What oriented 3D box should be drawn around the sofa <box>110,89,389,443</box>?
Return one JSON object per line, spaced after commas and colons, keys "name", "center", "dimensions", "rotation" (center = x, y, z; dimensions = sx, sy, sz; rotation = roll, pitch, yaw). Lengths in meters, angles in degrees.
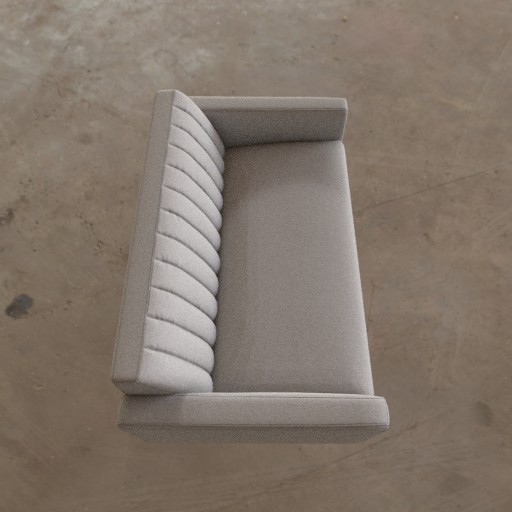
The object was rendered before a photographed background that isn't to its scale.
{"name": "sofa", "center": [0.000, 0.000, 2.078], "dimensions": [0.950, 0.801, 1.585], "rotation": [0, 62, 0]}
